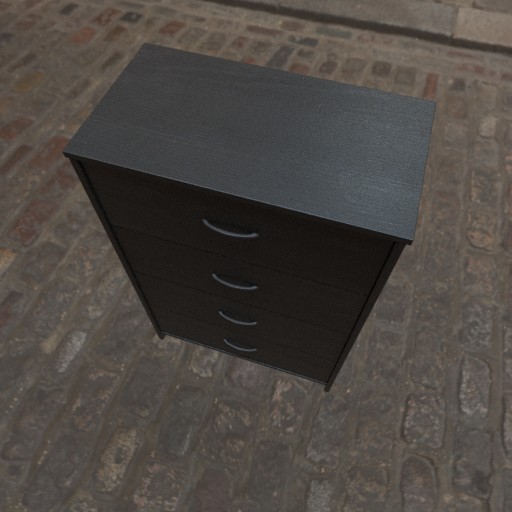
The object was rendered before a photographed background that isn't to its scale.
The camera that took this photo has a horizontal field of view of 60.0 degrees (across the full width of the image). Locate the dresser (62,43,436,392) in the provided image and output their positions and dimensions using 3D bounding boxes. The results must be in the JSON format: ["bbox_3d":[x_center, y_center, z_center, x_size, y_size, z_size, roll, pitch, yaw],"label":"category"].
[{"bbox_3d":[0.000,0.000,1.358,0.700,1.020,0.398,15,60,9],"label":"dresser"}]
